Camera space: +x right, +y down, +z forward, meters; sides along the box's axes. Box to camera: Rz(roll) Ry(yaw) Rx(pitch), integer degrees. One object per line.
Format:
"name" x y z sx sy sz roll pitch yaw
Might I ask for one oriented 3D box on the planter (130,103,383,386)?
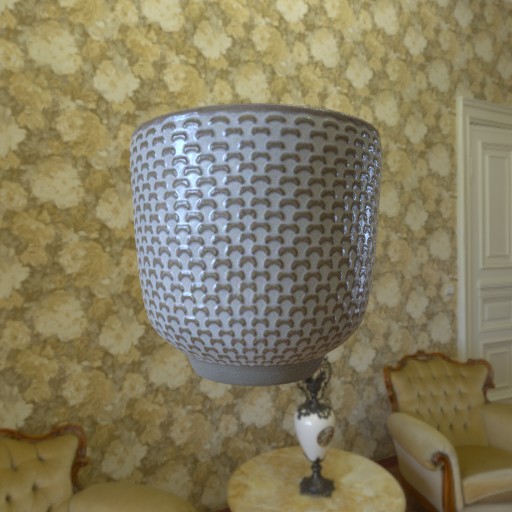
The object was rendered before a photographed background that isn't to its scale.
"planter" 0.000 0.000 0.254 0.139 0.130 0.139 0 0 0
